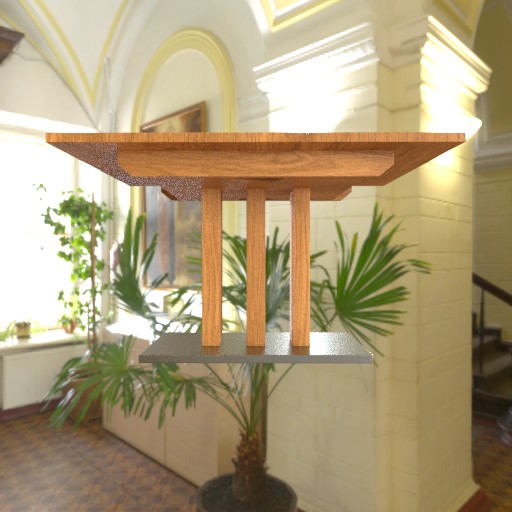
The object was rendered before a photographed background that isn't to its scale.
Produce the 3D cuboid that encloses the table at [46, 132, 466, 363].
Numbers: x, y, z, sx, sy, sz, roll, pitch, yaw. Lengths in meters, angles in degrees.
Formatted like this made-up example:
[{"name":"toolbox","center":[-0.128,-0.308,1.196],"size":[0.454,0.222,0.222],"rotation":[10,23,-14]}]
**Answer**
[{"name":"table","center":[0.000,0.000,1.822],"size":[1.300,0.770,0.900],"rotation":[0,0,0]}]
